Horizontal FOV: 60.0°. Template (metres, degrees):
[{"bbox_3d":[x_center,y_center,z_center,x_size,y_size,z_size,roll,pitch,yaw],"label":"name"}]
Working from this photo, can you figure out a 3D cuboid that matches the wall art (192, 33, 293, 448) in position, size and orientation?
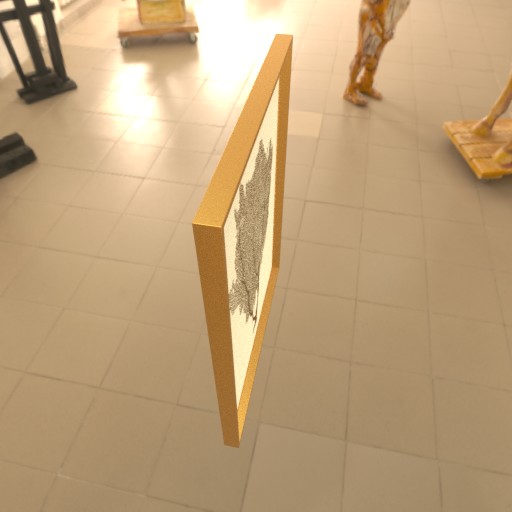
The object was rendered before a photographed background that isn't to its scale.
[{"bbox_3d":[0.000,0.000,1.032,0.038,0.762,0.610,9,48,8],"label":"wall art"}]
